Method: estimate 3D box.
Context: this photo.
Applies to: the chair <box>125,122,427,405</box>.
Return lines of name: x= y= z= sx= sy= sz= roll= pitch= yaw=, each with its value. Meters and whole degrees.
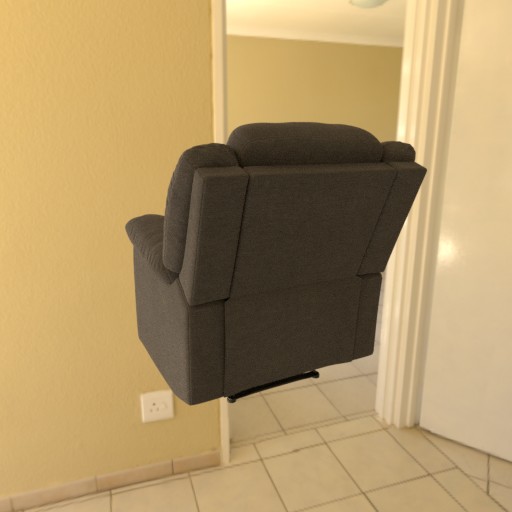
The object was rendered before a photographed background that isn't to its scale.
chair: x=0.000 y=0.000 z=1.776 sx=0.899 sy=1.008 sz=0.944 roll=-8 pitch=16 yaw=-27
